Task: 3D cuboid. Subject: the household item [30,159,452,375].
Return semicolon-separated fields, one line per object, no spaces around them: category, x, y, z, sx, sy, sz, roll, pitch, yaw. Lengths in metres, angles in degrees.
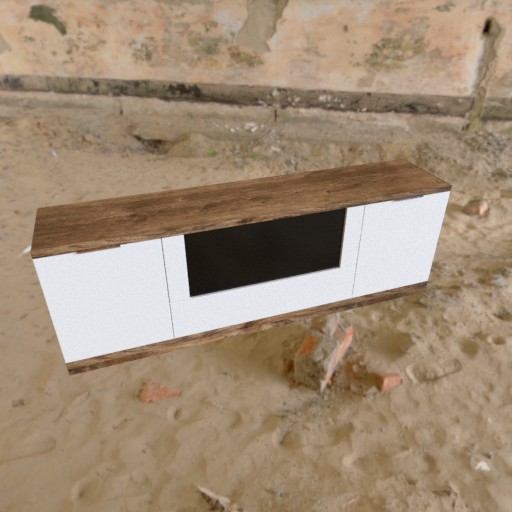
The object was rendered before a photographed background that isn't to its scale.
household item;0.000;0.000;2.111;1.800;0.615;0.390;-11;34;-16
